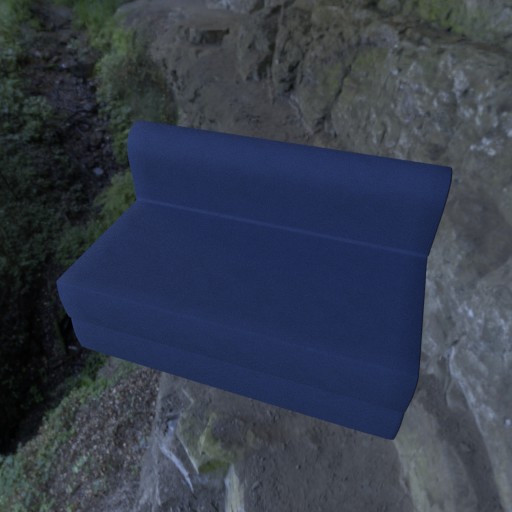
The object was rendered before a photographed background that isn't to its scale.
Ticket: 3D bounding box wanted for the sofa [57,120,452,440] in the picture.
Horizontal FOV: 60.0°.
[{"bbox_3d":[0.000,0.000,1.648,1.219,0.660,0.762,12,42,14],"label":"sofa"}]
